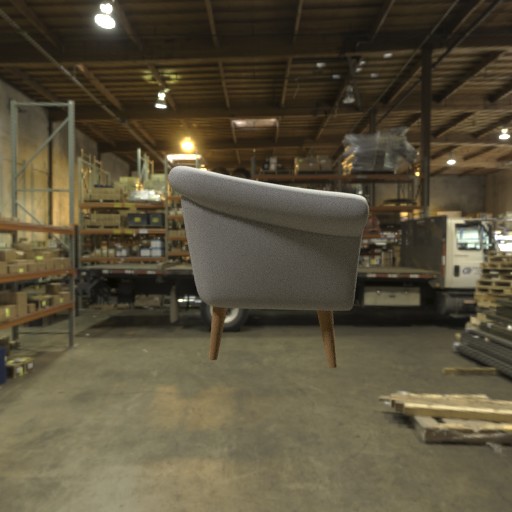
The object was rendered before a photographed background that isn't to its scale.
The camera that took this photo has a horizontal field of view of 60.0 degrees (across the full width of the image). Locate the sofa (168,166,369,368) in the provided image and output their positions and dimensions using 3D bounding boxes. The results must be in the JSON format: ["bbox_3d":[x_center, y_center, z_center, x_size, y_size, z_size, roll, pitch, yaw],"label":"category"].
[{"bbox_3d":[0.000,0.000,2.614,0.827,0.795,2.160,0,1,0],"label":"sofa"}]
